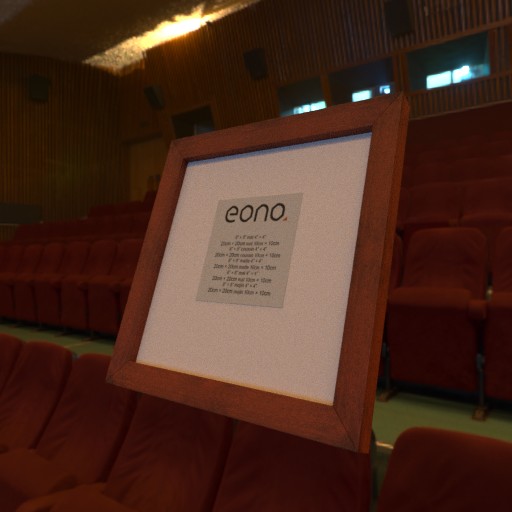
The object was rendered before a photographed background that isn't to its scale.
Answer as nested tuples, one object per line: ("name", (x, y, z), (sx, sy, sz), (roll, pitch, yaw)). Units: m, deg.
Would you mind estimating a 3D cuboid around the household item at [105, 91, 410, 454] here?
("household item", (0.000, 0.000, 0.379), (0.240, 0.240, 0.131), (0, 0, 36))
